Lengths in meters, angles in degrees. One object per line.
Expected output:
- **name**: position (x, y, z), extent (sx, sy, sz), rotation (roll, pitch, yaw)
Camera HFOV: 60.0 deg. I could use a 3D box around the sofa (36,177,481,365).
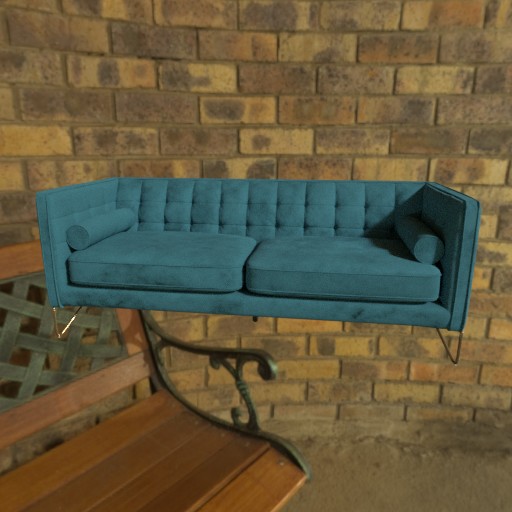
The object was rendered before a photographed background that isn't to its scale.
- **sofa**: position (0.000, 0.000, 2.502), extent (2.087, 0.789, 0.867), rotation (2, 15, 8)
